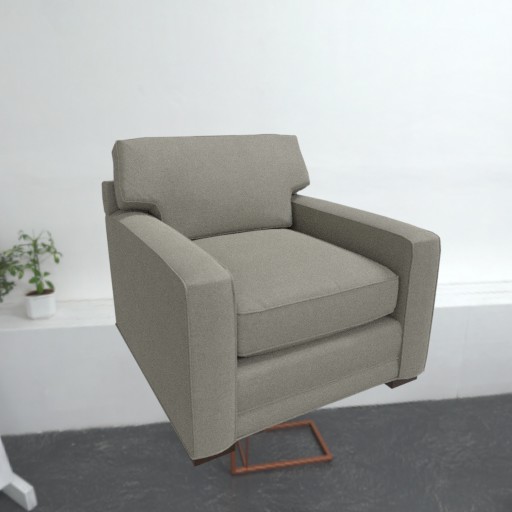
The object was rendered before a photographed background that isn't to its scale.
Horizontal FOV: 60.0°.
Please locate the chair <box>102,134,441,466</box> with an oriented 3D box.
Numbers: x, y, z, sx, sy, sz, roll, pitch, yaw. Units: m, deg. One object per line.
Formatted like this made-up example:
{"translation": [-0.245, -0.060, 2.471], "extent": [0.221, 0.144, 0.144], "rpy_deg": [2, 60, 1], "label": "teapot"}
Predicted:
{"translation": [0.000, 0.000, 1.832], "extent": [0.999, 0.934, 1.044], "rpy_deg": [-10, 20, -28], "label": "chair"}
